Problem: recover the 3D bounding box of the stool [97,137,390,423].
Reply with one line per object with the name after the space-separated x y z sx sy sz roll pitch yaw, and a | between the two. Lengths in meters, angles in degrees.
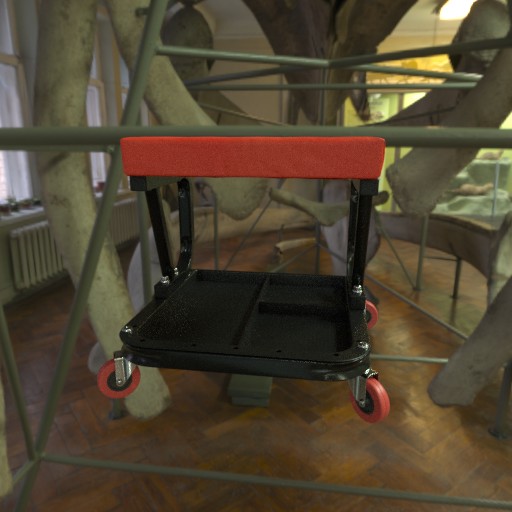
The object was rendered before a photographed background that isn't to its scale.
0.000 0.000 0.732 0.446 0.380 0.371 2 15 9 | stool
